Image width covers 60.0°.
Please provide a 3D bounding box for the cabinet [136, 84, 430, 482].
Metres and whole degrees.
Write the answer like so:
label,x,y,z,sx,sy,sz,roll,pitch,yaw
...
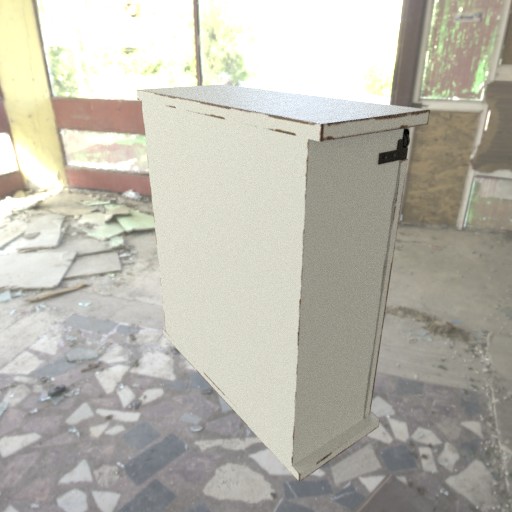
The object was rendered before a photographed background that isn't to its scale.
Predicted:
label,x,y,z,sx,sy,sz,roll,pitch,yaw
cabinet,0.000,0.000,0.892,0.210,0.603,0.541,-18,31,-32
